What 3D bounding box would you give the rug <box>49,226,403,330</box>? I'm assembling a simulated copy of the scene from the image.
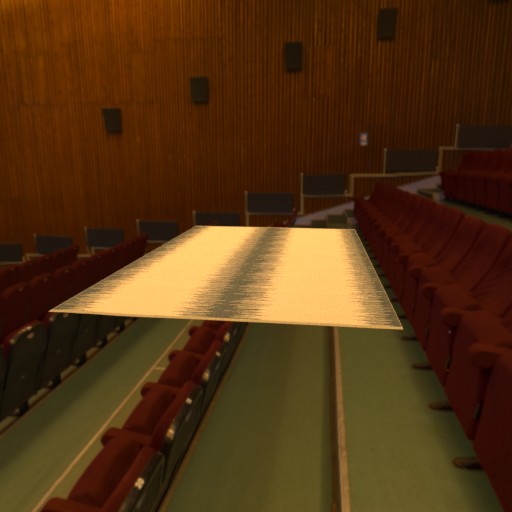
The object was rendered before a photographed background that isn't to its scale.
[{"bbox_3d":[0.000,0.000,3.038,1.519,0.003,2.453,2,13,8],"label":"rug"}]
